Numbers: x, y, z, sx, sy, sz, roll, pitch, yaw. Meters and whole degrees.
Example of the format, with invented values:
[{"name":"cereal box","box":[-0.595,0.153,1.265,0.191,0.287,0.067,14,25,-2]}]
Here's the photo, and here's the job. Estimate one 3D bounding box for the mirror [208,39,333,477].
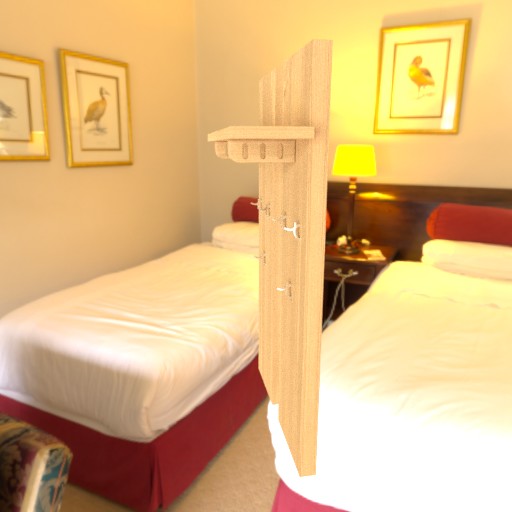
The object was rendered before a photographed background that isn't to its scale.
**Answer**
[{"name":"mirror","box":[0.000,0.000,1.550,0.260,1.250,0.800,-2,14,-10]}]
